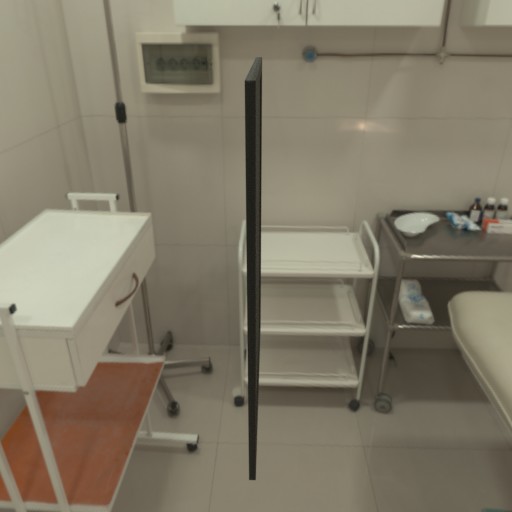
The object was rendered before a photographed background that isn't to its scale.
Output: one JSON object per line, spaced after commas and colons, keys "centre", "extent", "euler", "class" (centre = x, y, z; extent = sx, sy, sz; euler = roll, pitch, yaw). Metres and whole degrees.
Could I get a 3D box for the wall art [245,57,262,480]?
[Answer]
{"centre": [0.000, 0.000, 0.835], "extent": [0.012, 0.661, 0.451], "euler": [1, 27, 1], "class": "wall art"}
